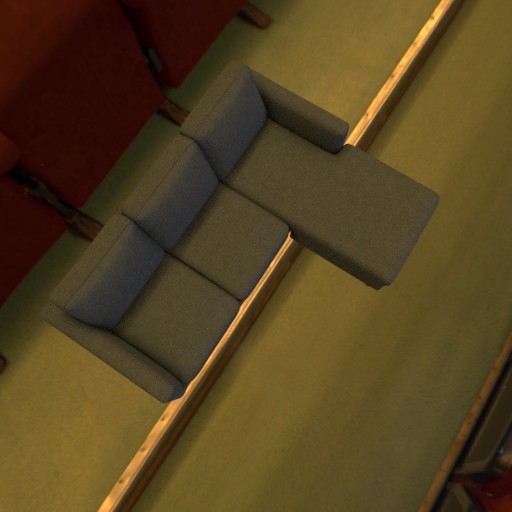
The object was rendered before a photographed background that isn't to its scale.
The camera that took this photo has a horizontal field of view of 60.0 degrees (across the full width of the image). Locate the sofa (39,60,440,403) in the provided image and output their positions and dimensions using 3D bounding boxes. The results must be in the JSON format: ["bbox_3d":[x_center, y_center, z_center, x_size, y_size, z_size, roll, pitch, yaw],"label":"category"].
[{"bbox_3d":[0.000,0.000,2.859,1.667,0.957,2.055,32,78,8],"label":"sofa"}]
